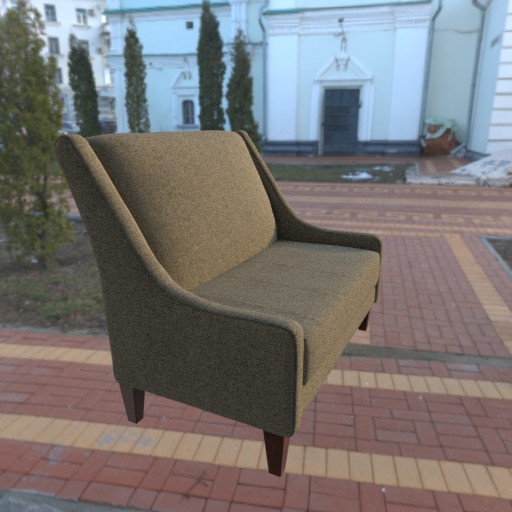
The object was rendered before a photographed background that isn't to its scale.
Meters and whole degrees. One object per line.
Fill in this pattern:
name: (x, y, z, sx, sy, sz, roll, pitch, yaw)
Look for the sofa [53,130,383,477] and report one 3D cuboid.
sofa: (0.000, 0.000, 1.888, 0.870, 1.021, 1.242, 8, 18, 25)
